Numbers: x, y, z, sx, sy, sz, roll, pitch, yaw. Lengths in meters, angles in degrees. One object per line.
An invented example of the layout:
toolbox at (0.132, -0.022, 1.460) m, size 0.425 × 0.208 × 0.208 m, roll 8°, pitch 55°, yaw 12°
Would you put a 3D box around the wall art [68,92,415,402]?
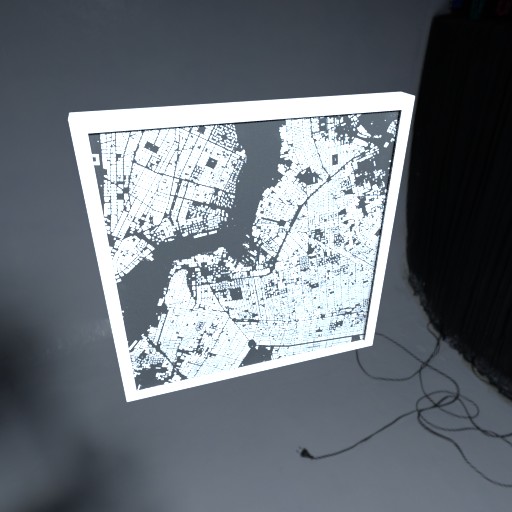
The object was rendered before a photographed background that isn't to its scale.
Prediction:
wall art at (0.000, 0.000, 0.764) m, size 0.506 × 0.506 × 0.038 m, roll -9°, pitch 31°, yaw -15°
